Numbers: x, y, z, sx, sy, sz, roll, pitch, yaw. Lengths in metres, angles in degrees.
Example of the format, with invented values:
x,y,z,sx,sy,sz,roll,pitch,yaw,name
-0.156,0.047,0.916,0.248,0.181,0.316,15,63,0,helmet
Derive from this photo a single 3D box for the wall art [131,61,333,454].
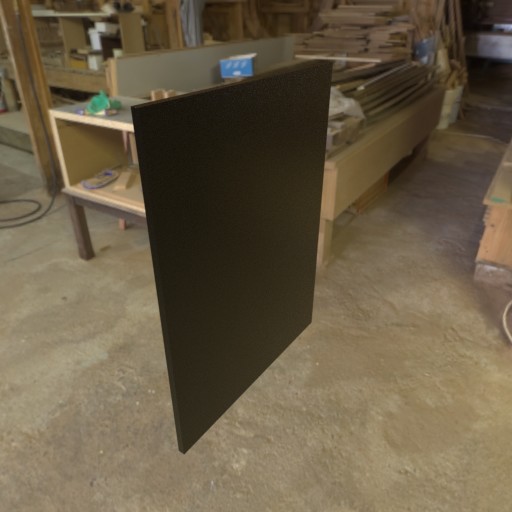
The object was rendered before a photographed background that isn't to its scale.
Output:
x,y,z,sx,sy,sz,roll,pitch,yaw,name
0.000,0.000,0.775,0.013,0.582,0.442,20,36,30,wall art
